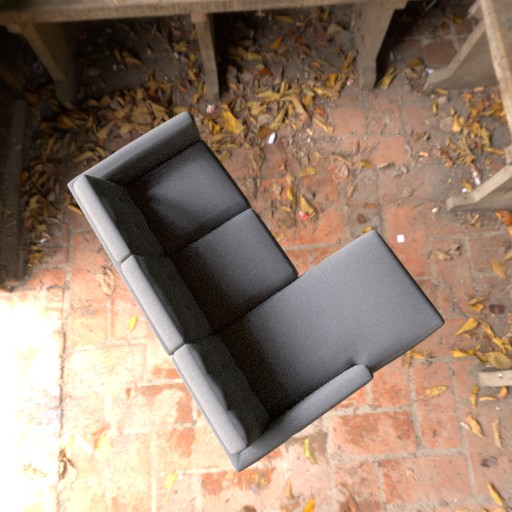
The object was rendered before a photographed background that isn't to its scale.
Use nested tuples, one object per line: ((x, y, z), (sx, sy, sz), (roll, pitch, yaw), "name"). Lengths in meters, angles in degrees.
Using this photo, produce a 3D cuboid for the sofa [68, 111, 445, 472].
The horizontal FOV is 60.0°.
((0.000, 0.000, 2.871), (1.530, 0.860, 2.040), (-32, 78, -8), "sofa")
